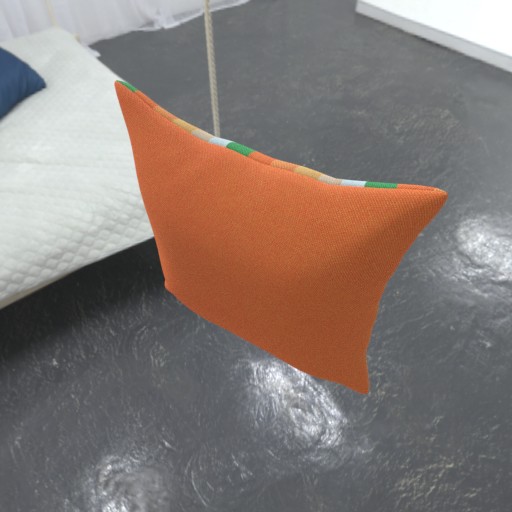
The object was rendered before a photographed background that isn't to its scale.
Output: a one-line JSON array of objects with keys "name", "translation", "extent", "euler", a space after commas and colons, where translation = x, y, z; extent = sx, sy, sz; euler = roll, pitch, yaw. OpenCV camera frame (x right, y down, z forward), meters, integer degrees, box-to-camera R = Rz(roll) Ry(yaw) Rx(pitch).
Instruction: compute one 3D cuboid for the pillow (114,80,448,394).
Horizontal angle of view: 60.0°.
[{"name": "pillow", "translation": [0.000, 0.000, 0.683], "extent": [0.453, 0.444, 0.169], "euler": [25, 52, 21]}]
